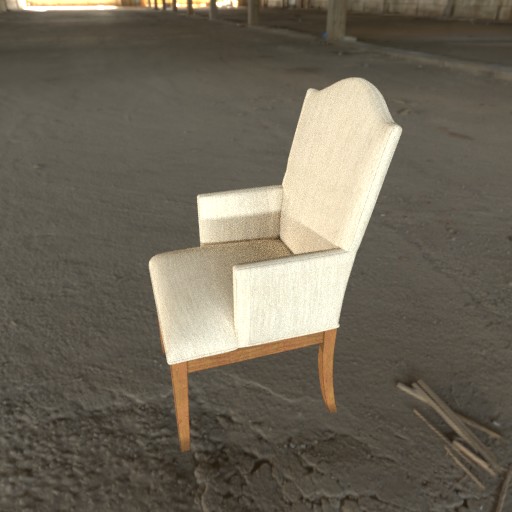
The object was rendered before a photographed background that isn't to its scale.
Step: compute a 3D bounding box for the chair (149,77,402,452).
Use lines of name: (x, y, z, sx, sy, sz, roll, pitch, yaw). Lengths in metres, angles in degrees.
chair: (0.000, 0.000, 1.382, 0.641, 1.016, 0.533, -9, 32, -15)
